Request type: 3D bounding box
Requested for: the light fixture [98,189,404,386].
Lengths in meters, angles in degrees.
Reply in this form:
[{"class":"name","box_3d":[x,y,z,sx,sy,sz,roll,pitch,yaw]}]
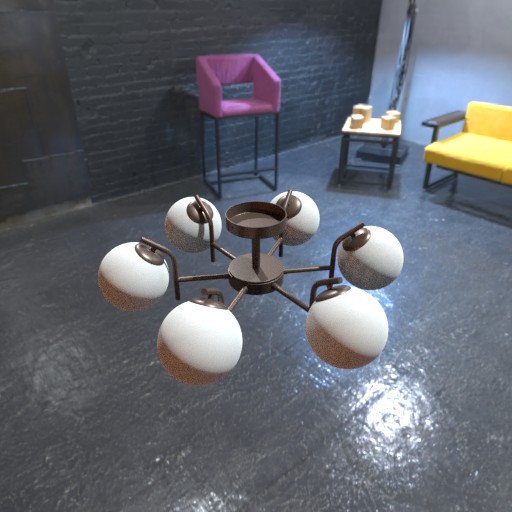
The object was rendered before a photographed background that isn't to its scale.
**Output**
[{"class":"light fixture","box_3d":[0.000,0.000,0.952,0.662,0.201,0.662,0,31,0]}]
